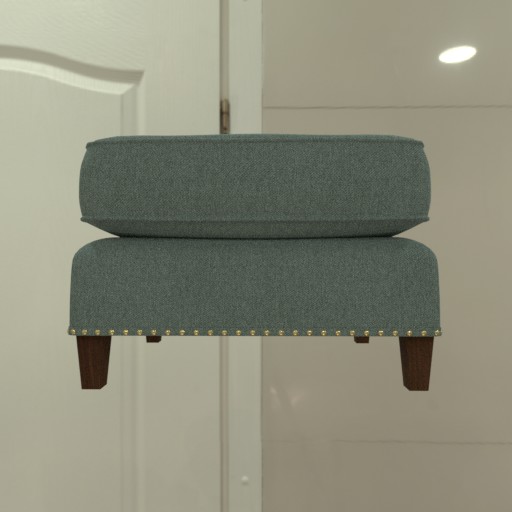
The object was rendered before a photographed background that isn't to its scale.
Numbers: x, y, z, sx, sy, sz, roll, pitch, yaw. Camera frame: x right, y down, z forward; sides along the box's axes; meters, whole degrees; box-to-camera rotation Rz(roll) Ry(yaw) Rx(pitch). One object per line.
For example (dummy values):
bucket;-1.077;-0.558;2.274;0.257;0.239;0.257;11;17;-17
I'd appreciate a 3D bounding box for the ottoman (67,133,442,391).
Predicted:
ottoman;0.000;0.000;1.137;0.738;0.537;0.589;0;0;1
